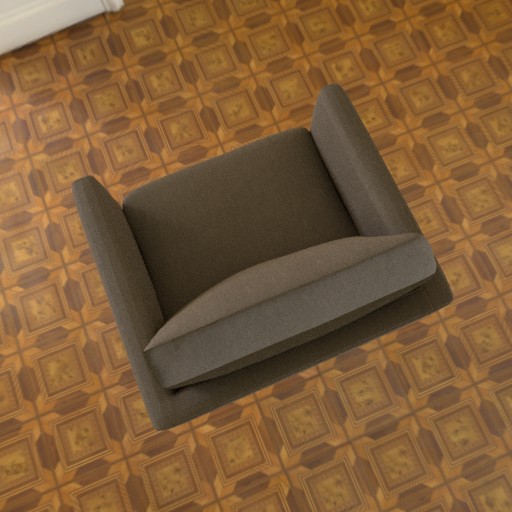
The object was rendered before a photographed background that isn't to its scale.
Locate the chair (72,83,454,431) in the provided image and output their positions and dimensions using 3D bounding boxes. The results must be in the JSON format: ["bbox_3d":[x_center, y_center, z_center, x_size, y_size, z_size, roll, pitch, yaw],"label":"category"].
[{"bbox_3d":[0.000,0.000,1.798,1.107,0.963,0.959,-22,77,-5],"label":"chair"}]
